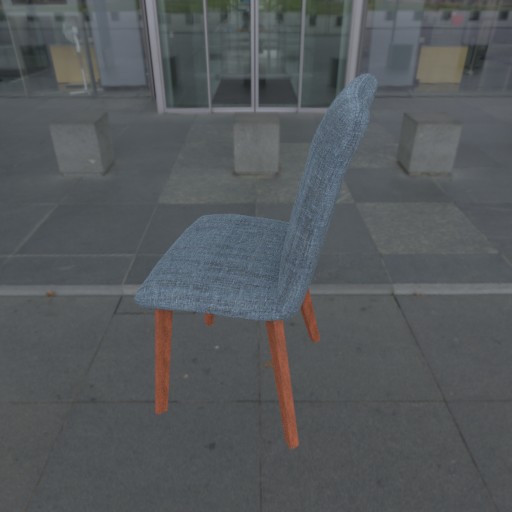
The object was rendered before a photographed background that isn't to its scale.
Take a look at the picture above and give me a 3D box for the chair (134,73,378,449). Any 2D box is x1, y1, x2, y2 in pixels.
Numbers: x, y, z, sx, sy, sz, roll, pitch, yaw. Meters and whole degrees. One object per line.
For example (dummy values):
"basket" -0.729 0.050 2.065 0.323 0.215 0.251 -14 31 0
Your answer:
"chair" 0.000 0.000 1.305 0.563 0.974 0.522 8 32 13
